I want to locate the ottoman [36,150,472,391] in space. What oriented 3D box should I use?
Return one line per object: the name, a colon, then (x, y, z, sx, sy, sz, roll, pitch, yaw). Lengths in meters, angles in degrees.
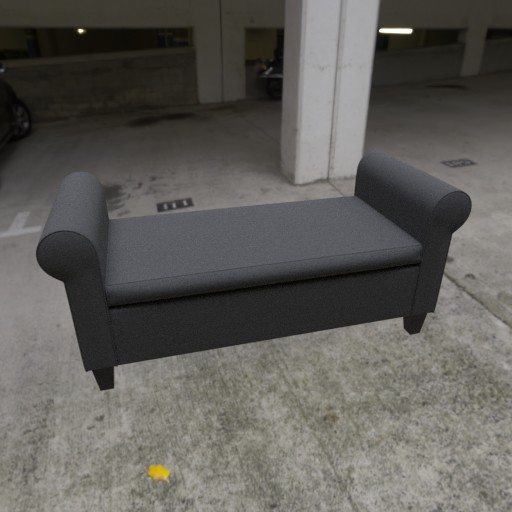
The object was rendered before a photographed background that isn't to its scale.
ottoman: (0.000, 0.000, 1.544, 1.256, 0.547, 0.521, -7, 28, -13)
